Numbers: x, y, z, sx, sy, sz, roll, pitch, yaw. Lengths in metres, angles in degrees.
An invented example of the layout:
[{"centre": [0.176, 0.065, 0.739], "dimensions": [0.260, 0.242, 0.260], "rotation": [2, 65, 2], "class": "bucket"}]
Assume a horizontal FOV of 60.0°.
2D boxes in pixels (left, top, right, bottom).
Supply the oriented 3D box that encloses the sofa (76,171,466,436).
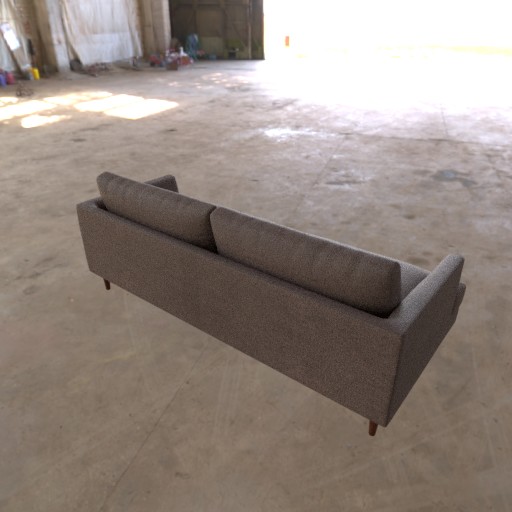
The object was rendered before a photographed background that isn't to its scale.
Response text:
[{"centre": [0.000, 0.000, 2.750], "dimensions": [2.250, 0.868, 1.020], "rotation": [20, 34, 33], "class": "sofa"}]
